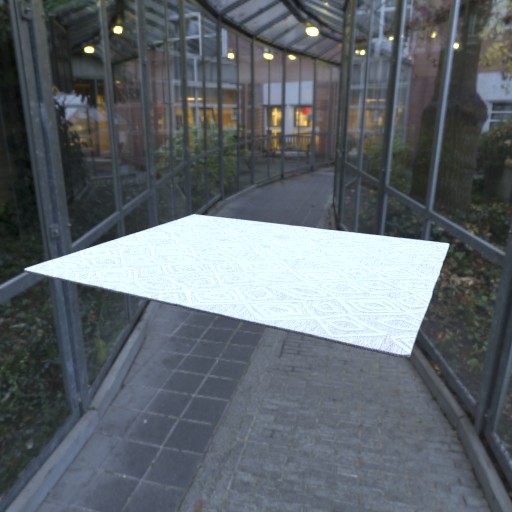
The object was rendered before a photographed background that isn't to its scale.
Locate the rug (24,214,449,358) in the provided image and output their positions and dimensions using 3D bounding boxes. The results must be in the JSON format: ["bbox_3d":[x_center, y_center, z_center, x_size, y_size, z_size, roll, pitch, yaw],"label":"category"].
[{"bbox_3d":[0.000,0.000,3.996,3.049,0.025,2.449,9,19,26],"label":"rug"}]
